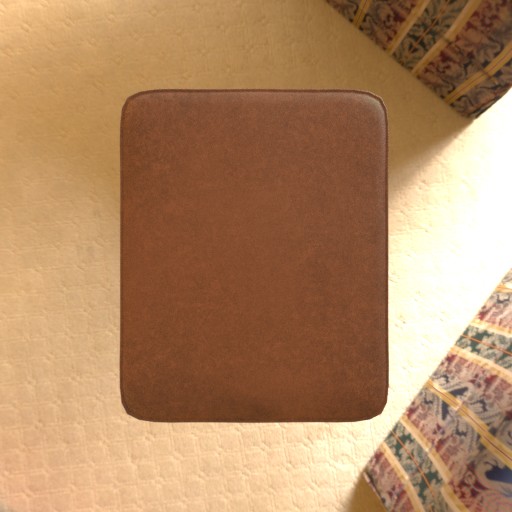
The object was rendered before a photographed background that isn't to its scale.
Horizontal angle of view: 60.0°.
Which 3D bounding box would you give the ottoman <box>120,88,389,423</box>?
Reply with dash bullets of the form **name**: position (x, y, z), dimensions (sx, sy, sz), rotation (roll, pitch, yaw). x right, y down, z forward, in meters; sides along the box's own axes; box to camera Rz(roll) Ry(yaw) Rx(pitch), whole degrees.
- **ottoman**: position (0.000, 0.000, 1.143), dimensions (0.589, 0.537, 0.738), rotation (0, 90, 0)
